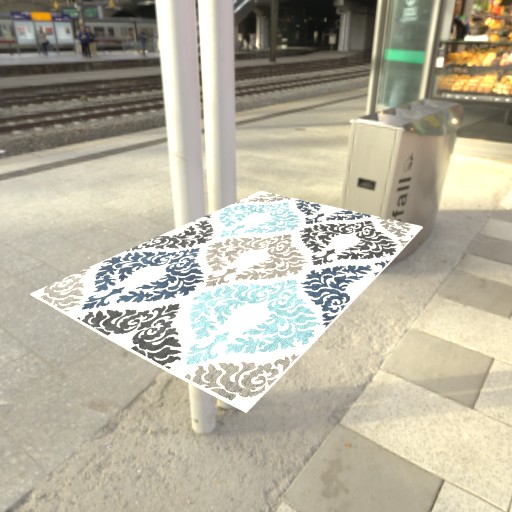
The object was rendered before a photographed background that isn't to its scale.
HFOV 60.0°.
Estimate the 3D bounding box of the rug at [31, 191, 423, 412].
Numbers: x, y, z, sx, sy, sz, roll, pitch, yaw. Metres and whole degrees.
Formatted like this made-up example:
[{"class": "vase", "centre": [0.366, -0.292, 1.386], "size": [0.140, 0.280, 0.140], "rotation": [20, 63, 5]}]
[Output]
[{"class": "rug", "centre": [0.000, 0.000, 2.926], "size": [1.514, 0.014, 2.275], "rotation": [17, 31, 31]}]
